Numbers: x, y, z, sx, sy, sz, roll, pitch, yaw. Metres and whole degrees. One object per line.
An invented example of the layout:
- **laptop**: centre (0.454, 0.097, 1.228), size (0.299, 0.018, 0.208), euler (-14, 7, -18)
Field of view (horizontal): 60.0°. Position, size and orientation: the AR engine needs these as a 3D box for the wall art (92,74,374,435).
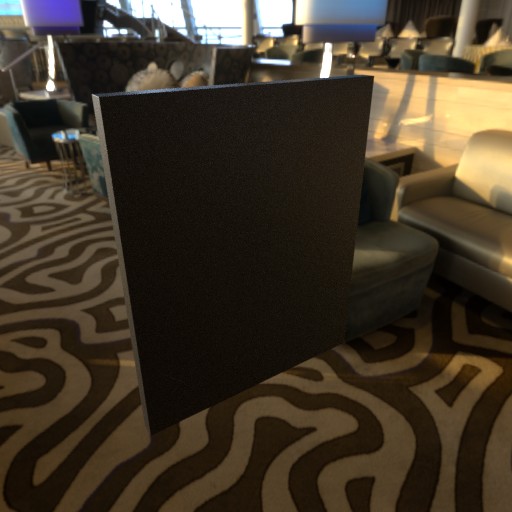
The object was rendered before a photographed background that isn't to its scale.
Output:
- **wall art**: centre (0.000, 0.000, 0.764), size (0.457, 0.557, 0.028), euler (-17, 32, -30)
